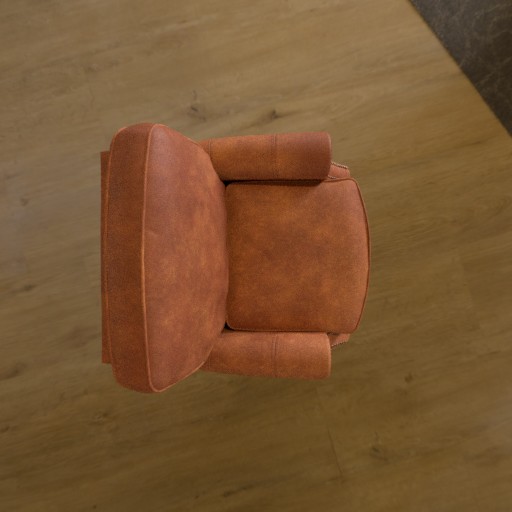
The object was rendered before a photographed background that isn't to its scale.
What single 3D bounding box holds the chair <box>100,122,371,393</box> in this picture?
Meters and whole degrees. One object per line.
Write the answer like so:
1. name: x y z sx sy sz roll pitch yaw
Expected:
1. chair: 0.000 0.000 1.747 0.986 1.018 0.936 0 91 0
